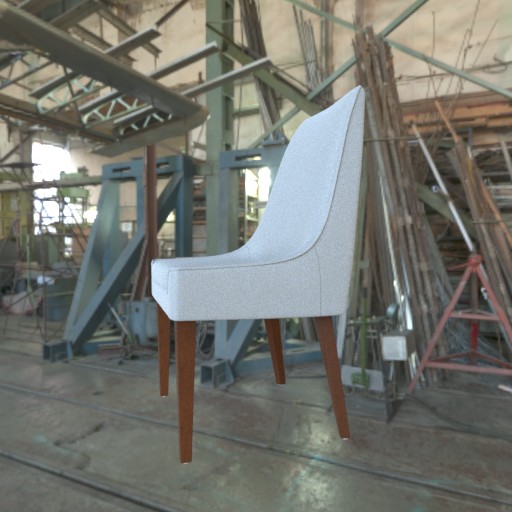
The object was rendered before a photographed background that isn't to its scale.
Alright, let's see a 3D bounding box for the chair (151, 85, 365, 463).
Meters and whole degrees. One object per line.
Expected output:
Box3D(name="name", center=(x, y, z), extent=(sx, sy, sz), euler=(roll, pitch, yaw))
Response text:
Box3D(name="chair", center=(0.000, 0.000, 1.209), extent=(0.544, 0.861, 0.529), euler=(0, 1, -18))
